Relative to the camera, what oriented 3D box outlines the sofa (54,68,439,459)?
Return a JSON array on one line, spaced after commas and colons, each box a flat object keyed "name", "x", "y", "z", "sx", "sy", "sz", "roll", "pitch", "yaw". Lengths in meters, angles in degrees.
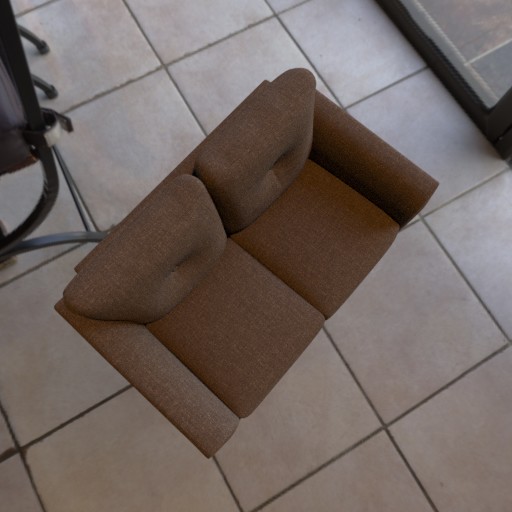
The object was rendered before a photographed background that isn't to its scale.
[{"name": "sofa", "x": 0.000, "y": 0.000, "z": 1.948, "sx": 0.851, "sy": 0.885, "sz": 1.423, "roll": 40, "pitch": 79, "yaw": 10}]
